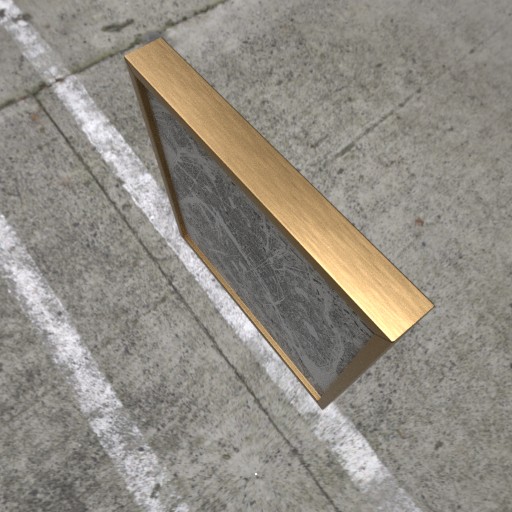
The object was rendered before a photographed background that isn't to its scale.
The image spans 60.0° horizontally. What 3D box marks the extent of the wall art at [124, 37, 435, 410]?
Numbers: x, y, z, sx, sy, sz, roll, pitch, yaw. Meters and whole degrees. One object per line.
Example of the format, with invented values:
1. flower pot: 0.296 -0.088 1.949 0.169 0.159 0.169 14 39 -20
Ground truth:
1. wall art: 0.000 0.000 0.452 0.037 0.305 0.305 -35 69 -16
